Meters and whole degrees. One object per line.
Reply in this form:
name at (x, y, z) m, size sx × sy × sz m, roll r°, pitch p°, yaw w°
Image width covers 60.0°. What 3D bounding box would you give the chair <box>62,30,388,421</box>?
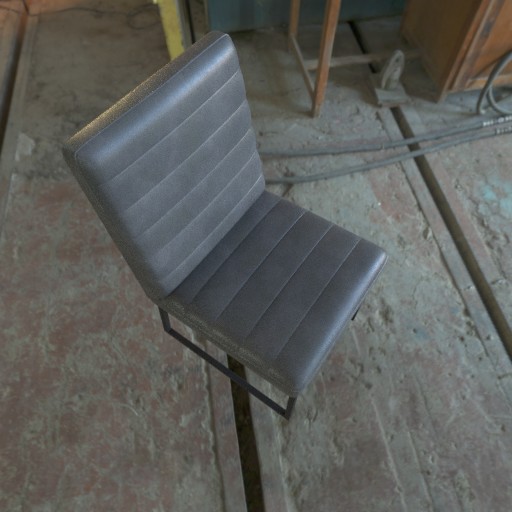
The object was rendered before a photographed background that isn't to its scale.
chair at (0.000, 0.000, 1.280) m, size 0.634 × 0.930 × 0.520 m, roll 31°, pitch 63°, yaw 18°
